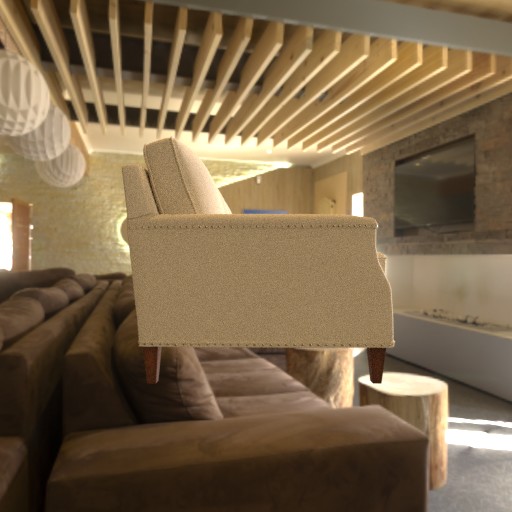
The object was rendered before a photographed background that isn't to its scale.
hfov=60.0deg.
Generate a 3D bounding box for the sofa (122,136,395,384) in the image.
[{"bbox_3d":[0.000,0.000,2.807,1.084,1.003,2.246,0,0,0],"label":"sofa"}]
